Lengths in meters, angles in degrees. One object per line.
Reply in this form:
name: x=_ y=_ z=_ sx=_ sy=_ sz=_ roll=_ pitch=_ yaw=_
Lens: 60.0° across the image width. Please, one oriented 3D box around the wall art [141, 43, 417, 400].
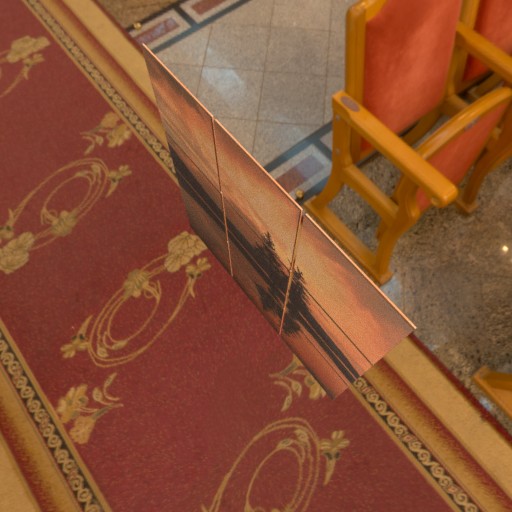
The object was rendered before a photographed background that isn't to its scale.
wall art: x=0.000 y=0.000 z=2.244 sx=0.013 sy=1.525 sz=1.520 roll=-35 pitch=69 yaw=-15
